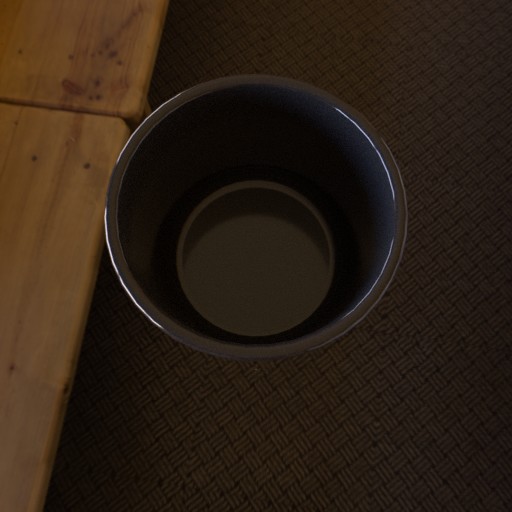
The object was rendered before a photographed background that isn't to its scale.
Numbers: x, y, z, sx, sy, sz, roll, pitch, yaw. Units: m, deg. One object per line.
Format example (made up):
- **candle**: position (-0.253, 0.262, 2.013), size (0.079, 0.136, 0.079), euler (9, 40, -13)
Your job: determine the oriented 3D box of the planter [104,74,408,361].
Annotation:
- **planter**: position (0.000, 0.000, 0.273), size (0.129, 0.177, 0.129), euler (0, 76, 0)
